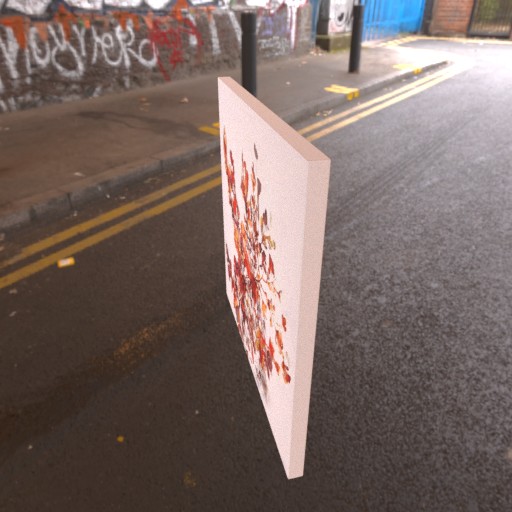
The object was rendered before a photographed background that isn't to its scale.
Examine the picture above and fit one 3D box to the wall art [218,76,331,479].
[{"bbox_3d":[0.000,0.000,1.528,0.049,1.009,1.009,-7,31,-12],"label":"wall art"}]
